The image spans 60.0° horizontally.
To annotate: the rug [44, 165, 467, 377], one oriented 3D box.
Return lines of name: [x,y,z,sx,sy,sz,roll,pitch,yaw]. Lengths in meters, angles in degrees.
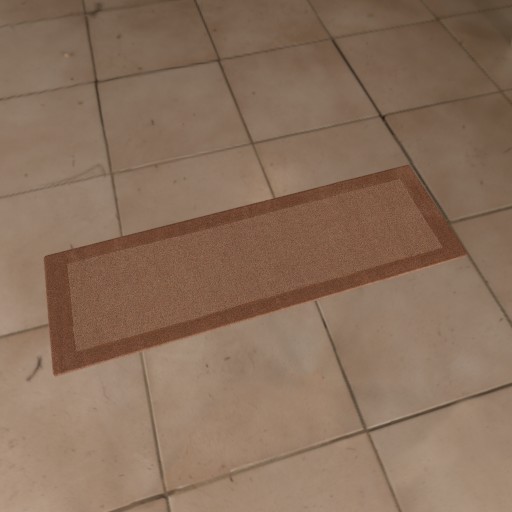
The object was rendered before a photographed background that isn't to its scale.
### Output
rug: [0.000,0.000,2.666,2.439,0.017,0.764,-15,60,-9]
